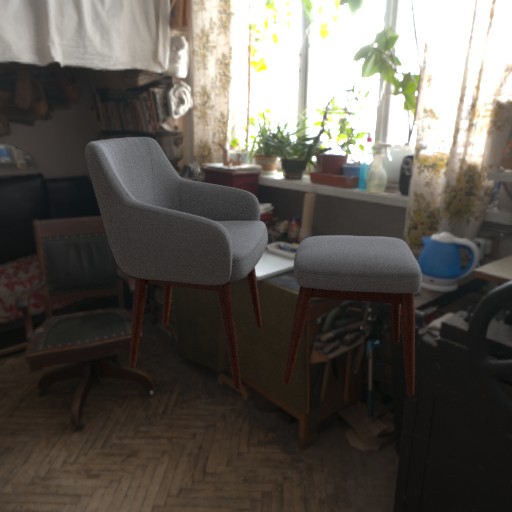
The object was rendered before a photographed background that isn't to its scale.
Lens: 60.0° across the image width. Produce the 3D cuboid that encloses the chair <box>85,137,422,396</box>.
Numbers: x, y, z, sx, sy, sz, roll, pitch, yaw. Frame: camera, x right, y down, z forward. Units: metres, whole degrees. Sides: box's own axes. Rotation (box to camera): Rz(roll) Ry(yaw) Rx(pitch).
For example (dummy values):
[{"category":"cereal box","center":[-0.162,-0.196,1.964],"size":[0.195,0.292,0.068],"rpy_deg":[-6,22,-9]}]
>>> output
[{"category":"chair","center":[0.000,0.000,1.584],"size":[1.107,0.799,0.584],"rpy_deg":[3,18,9]}]
